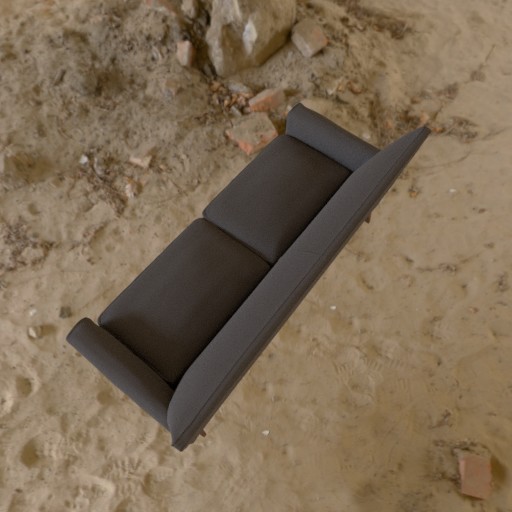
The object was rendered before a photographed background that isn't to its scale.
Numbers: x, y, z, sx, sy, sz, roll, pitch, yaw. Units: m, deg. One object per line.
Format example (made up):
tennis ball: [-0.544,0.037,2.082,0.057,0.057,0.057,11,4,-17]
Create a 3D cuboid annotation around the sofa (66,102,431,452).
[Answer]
sofa: [0.000,0.000,2.504,0.843,0.907,2.002,34,68,16]
